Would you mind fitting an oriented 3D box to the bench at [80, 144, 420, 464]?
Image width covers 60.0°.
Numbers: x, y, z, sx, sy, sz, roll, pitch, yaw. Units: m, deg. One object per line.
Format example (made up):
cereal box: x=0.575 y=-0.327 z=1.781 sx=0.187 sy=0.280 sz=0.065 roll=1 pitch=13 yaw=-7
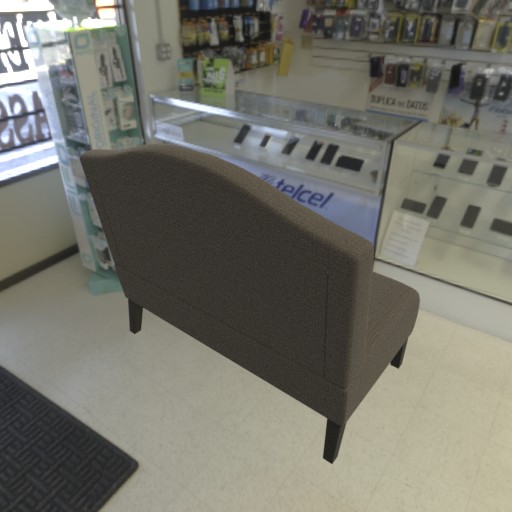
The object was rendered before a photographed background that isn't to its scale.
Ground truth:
bench: x=0.000 y=0.000 z=2.039 sx=1.335 sy=1.180 sz=0.815 roll=23 pitch=39 yaw=32
